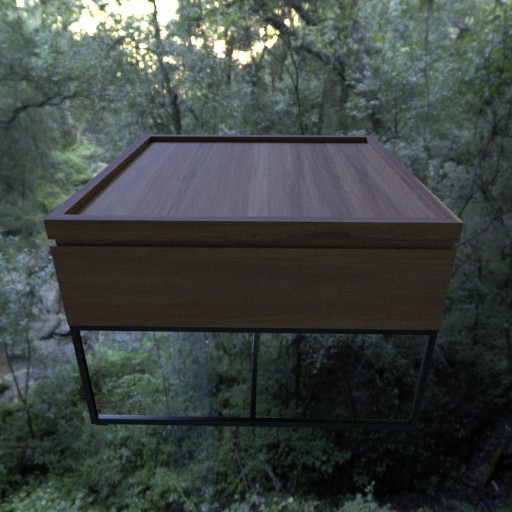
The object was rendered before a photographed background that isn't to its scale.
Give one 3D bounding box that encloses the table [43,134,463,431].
[{"bbox_3d":[0.000,0.000,1.118,0.676,0.464,0.679,1,27,1],"label":"table"}]
